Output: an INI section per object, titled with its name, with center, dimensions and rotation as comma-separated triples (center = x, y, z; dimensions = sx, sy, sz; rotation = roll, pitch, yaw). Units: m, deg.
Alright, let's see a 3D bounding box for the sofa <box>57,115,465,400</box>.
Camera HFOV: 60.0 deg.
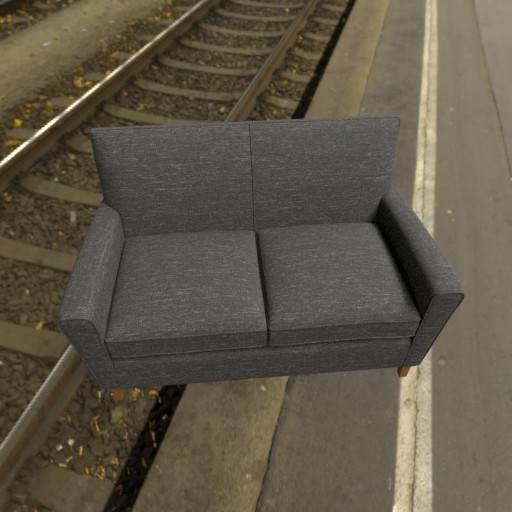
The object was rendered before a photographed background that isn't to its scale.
[sofa]
center = 0.000, 0.000, 1.935
dimensions = 1.420, 0.846, 0.875
rotation = -4, 45, -4
